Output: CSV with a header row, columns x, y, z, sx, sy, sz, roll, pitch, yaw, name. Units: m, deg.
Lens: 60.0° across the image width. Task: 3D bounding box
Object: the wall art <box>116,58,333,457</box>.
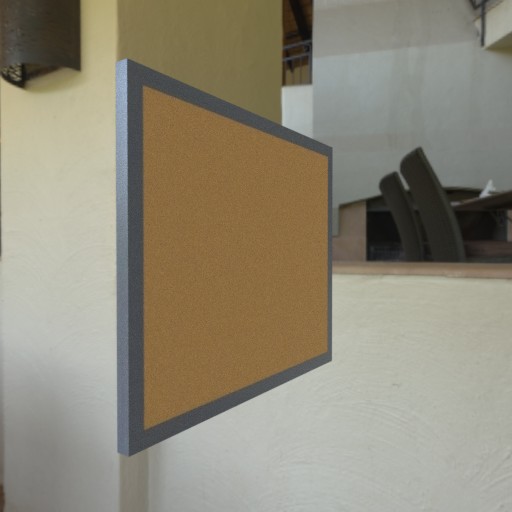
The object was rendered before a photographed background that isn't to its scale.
x,y,z,sx,sy,sz,roll,pitch,yaw,name
0.000,0.000,0.896,0.026,0.558,0.660,1,1,35,wall art
